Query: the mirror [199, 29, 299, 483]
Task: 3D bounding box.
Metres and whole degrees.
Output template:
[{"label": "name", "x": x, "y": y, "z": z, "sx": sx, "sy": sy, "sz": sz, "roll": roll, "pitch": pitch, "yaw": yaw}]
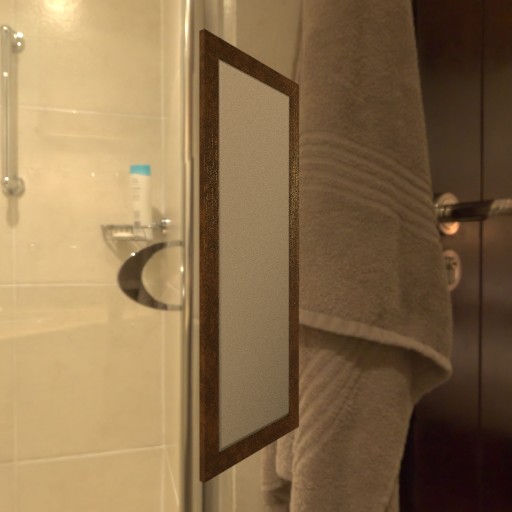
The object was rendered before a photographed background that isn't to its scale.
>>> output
[{"label": "mirror", "x": 0.000, "y": 0.000, "z": 2.316, "sx": 0.032, "sy": 2.031, "sz": 0.812, "roll": 0, "pitch": 0, "yaw": 37}]
